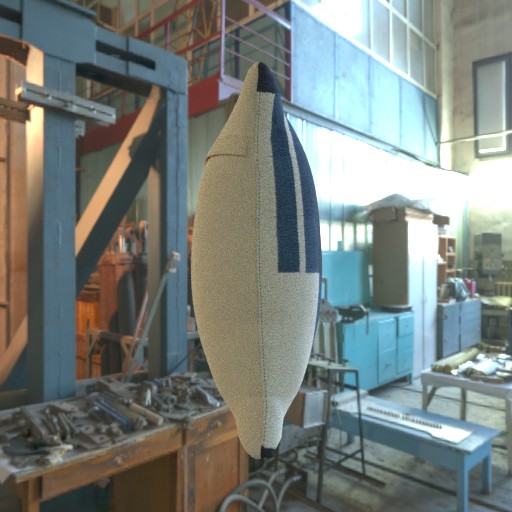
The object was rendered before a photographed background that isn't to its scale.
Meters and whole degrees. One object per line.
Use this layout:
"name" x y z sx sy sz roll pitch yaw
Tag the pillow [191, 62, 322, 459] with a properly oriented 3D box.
"pillow" 0.000 0.000 0.806 0.229 0.506 0.536 0 0 -1
